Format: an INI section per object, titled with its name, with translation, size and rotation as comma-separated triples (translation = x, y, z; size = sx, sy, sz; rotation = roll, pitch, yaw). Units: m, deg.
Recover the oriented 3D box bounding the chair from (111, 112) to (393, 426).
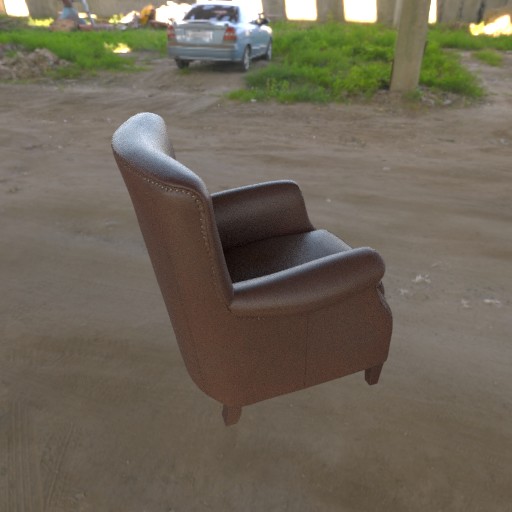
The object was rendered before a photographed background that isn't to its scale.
[chair]
translation = 0.000, 0.000, 1.374
size = 0.746, 0.800, 0.700
rotation = -9, 31, -16
